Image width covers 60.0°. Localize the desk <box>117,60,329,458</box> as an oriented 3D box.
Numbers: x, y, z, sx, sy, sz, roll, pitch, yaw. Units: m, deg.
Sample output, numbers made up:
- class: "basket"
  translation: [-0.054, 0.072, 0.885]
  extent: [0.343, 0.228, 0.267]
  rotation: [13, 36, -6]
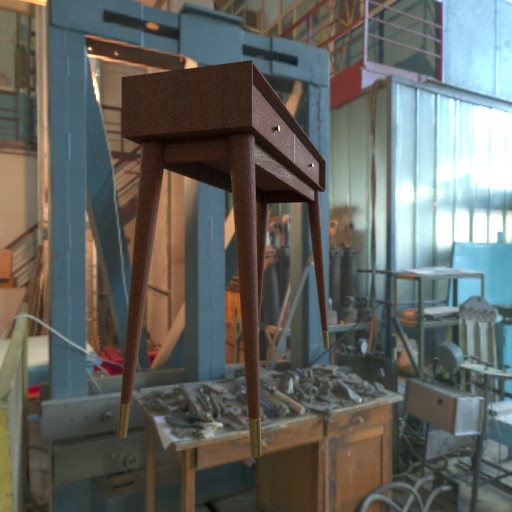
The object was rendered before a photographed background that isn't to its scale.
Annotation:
- class: "desk"
  translation: [0.000, 0.000, 1.646]
  extent: [0.384, 0.917, 1.204]
  rotation: [0, 1, 17]
